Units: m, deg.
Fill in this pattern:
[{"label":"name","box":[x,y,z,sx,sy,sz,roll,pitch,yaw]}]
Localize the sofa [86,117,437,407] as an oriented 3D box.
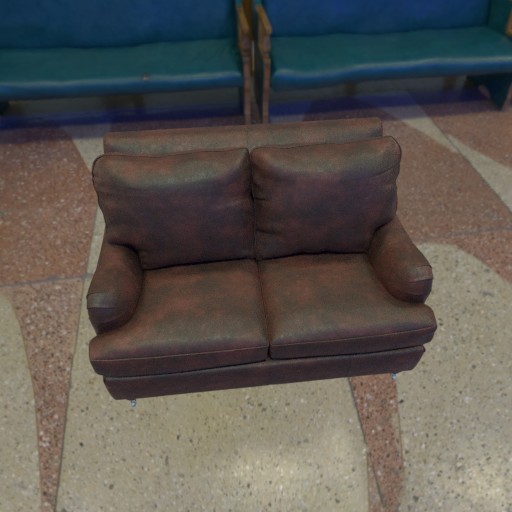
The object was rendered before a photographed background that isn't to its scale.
[{"label":"sofa","box":[0.000,0.000,2.356,1.628,1.070,1.148,-5,47,-4]}]
